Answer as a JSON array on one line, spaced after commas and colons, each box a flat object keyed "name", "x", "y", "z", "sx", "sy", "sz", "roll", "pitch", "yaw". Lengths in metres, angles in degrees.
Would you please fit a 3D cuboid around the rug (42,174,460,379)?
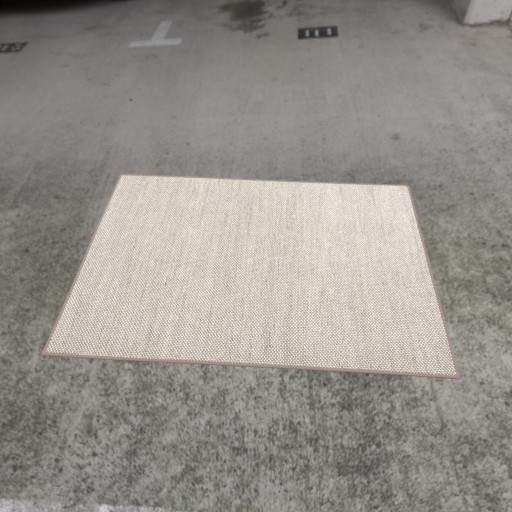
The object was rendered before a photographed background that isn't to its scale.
[{"name": "rug", "x": 0.000, "y": 0.000, "z": 2.730, "sx": 2.115, "sy": 0.013, "sz": 1.517, "roll": 3, "pitch": 48, "yaw": 2}]
